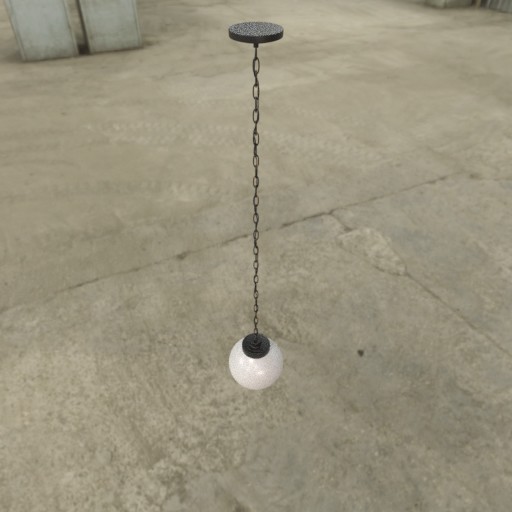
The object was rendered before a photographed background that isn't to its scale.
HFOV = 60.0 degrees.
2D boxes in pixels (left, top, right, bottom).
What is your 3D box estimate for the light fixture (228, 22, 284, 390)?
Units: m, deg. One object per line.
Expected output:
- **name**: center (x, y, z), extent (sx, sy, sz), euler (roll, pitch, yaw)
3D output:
- **light fixture**: center (0.000, 0.000, 1.989), extent (0.304, 1.867, 0.305), euler (0, 40, 1)
